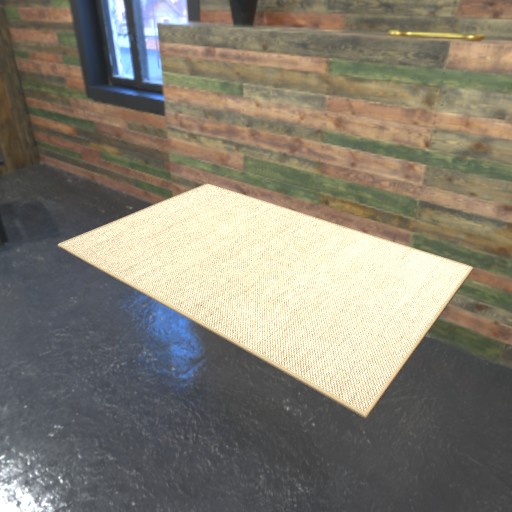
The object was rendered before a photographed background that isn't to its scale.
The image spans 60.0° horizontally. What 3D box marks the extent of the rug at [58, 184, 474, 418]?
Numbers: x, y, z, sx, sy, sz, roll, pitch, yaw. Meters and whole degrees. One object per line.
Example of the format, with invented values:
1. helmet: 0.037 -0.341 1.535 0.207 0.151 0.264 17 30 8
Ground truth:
1. rug: 0.000 0.000 2.088 1.667 0.013 1.062 22 37 33
